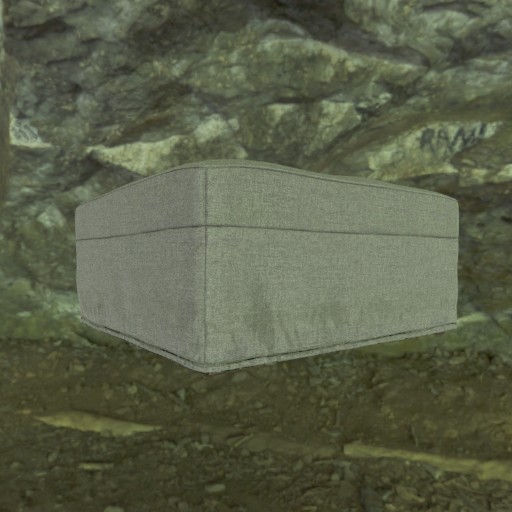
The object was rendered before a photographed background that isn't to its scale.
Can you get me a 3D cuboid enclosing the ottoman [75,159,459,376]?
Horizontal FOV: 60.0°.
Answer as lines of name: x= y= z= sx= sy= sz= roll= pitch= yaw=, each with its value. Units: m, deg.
ottoman: x=0.000 y=0.000 z=1.323 sx=0.843 sy=0.436 sz=0.840 roll=0 pitch=0 yaw=-37
